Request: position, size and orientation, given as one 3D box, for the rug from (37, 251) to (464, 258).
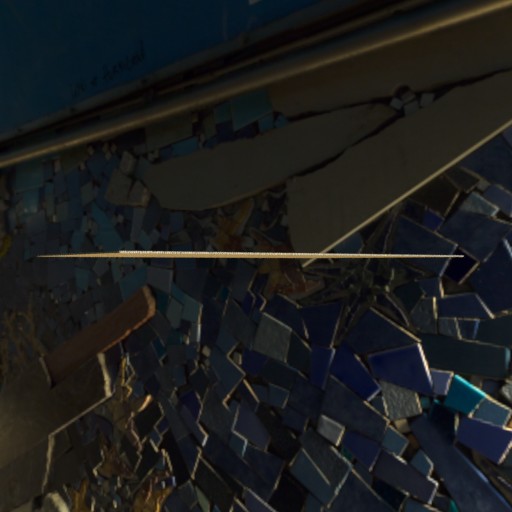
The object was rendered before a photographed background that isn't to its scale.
[{"bbox_3d":[0.000,0.000,2.169,1.752,0.006,1.142,0,-1,-36],"label":"rug"}]
